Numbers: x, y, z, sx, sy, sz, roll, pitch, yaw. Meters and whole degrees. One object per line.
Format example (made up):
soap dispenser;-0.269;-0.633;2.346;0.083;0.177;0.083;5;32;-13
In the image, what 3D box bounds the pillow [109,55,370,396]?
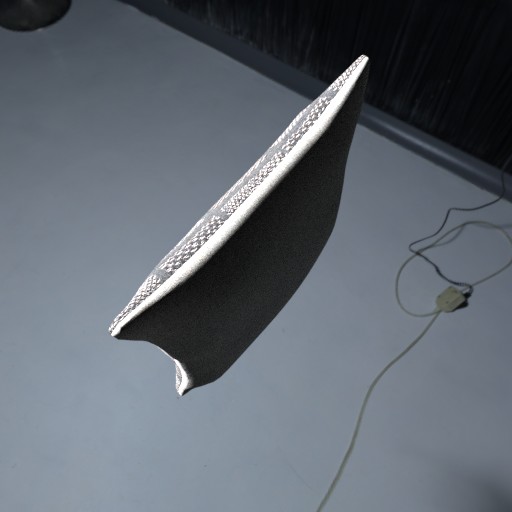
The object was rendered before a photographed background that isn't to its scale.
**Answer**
pillow;0.000;0.000;0.657;0.138;0.432;0.435;35;70;15
